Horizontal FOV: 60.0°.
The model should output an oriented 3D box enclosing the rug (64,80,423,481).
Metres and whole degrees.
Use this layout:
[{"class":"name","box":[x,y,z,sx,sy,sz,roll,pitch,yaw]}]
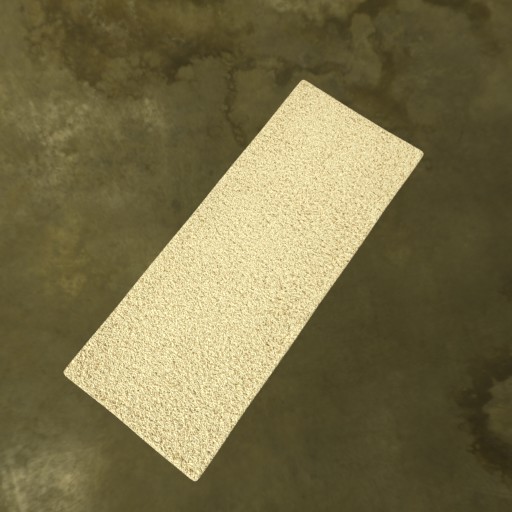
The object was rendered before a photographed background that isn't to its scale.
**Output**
[{"class":"rug","box":[0.000,0.000,1.711,0.609,0.030,1.524,35,77,9]}]
